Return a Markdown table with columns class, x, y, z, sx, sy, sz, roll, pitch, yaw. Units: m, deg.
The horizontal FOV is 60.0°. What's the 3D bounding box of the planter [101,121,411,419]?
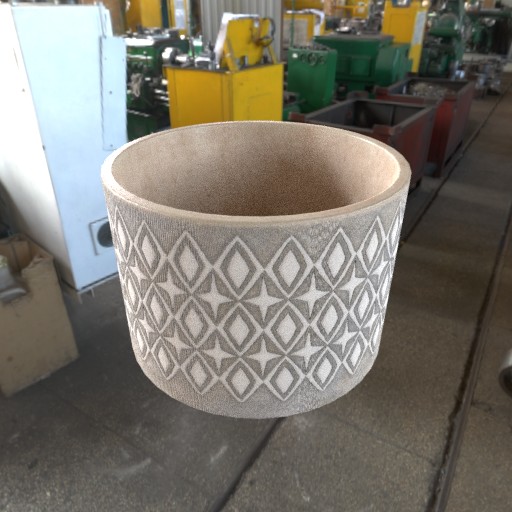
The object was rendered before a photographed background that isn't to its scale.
| class | x | y | z | sx | sy | sz | roll | pitch | yaw |
| --- | --- | --- | --- | --- | --- | --- | --- | --- | --- |
| planter | 0.000 | 0.000 | 0.276 | 0.164 | 0.127 | 0.164 | 0 | 31 | 0 |
